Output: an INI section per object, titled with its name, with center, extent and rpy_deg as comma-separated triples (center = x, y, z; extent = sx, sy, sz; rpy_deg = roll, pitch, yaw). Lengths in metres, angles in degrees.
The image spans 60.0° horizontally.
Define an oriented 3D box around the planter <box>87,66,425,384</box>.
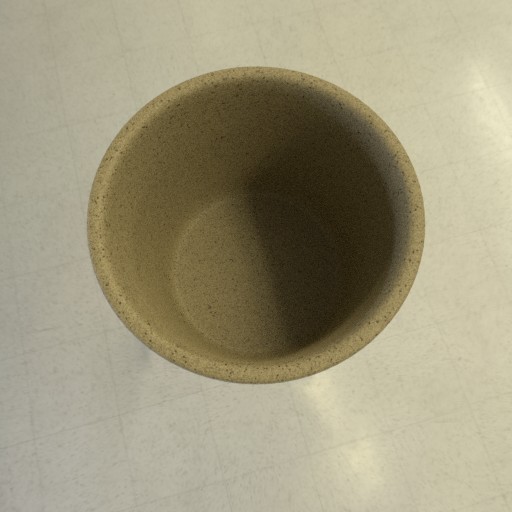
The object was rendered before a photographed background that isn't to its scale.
[planter]
center = 0.000, 0.000, 0.410
extent = 0.228, 0.235, 0.228
rpy_deg = 0, 74, 0
